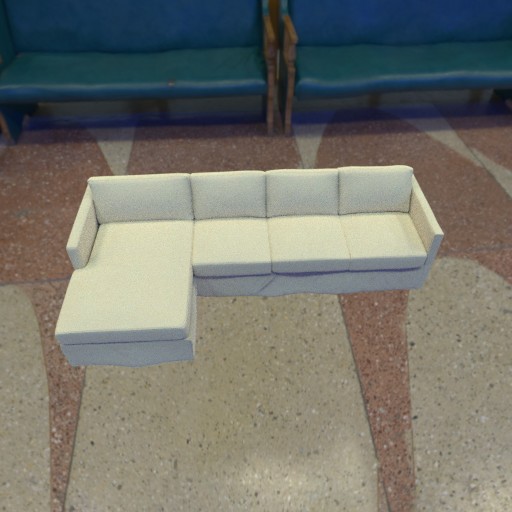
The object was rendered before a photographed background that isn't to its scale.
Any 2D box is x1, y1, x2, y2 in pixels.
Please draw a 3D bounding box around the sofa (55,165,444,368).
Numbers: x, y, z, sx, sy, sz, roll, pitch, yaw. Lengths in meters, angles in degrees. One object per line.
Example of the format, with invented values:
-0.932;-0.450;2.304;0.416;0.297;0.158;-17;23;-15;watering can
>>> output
0.000;0.000;3.956;3.205;0.922;1.650;-2;46;-2;sofa
